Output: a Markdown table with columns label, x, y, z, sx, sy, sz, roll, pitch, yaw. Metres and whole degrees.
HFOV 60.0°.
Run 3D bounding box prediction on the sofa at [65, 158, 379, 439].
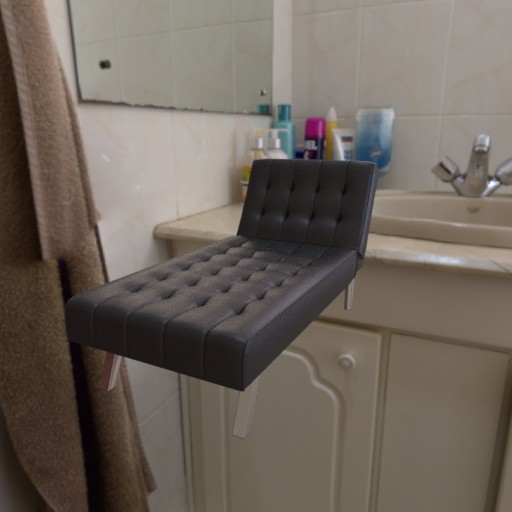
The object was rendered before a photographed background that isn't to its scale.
| label | x | y | z | sx | sy | sz | roll | pitch | yaw |
| --- | --- | --- | --- | --- | --- | --- | --- | --- | --- |
| sofa | 0.000 | 0.000 | 2.060 | 0.760 | 0.820 | 1.560 | 8 | 17 | 27 |
